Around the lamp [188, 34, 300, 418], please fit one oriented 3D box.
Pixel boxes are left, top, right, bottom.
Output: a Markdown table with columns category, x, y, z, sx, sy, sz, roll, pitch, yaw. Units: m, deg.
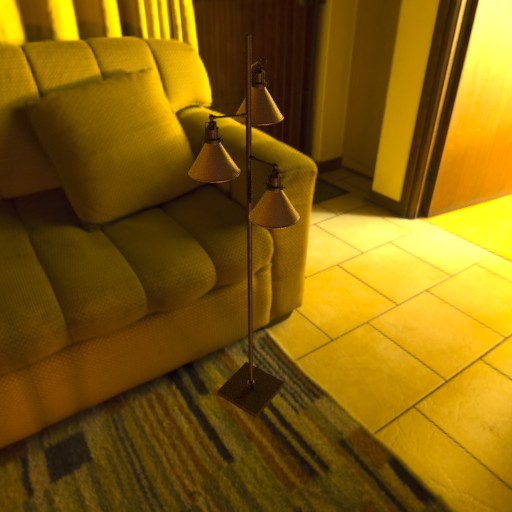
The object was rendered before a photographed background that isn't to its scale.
| category | x | y | z | sx | sy | sz | roll | pitch | yaw |
| --- | --- | --- | --- | --- | --- | --- | --- | --- | --- |
| lamp | 0.000 | 0.000 | 1.907 | 0.415 | 1.716 | 0.428 | 21 | 38 | 29 |
